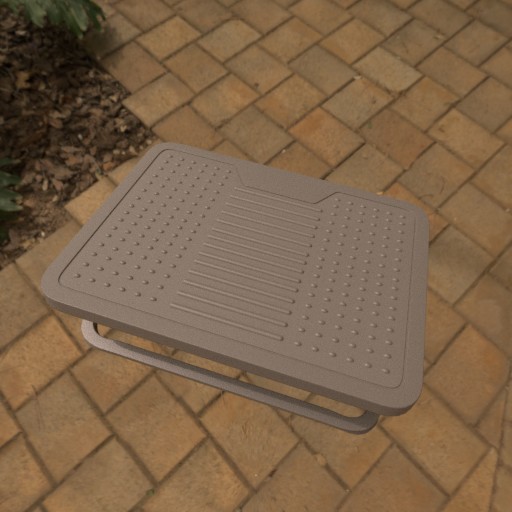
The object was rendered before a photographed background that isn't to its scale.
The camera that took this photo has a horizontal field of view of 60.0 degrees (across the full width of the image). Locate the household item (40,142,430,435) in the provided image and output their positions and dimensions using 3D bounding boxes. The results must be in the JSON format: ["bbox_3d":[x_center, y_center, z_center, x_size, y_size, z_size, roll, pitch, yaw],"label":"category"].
[{"bbox_3d":[0.000,0.000,0.526,0.390,0.126,0.301,16,65,8],"label":"household item"}]
